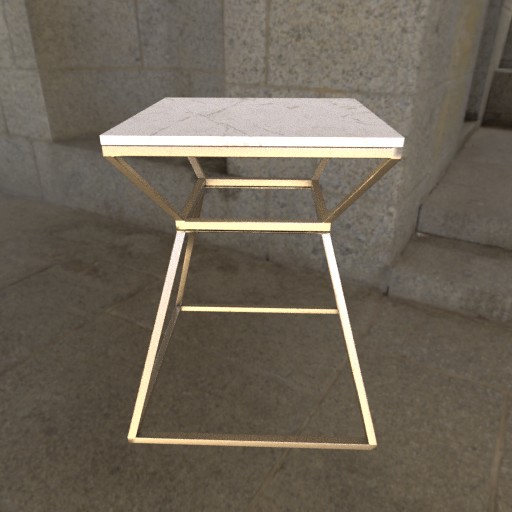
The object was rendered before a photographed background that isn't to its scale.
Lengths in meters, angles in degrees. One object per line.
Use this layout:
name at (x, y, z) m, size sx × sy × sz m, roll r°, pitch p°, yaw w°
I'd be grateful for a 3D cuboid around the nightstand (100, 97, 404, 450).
nightstand at (0.000, 0.000, 0.890) m, size 0.455 × 0.554 × 0.455 m, roll 1°, pitch 26°, yaw 2°
